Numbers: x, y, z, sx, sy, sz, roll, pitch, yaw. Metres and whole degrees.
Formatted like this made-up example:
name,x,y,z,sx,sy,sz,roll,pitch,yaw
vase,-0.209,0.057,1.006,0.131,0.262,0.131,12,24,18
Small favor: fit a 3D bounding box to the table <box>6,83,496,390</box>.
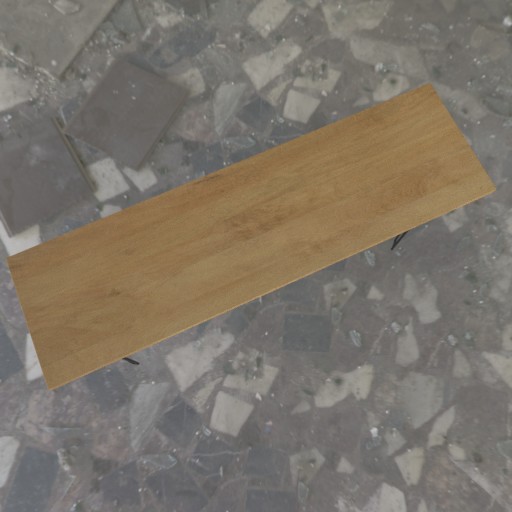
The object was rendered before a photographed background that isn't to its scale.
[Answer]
name,x,y,z,sx,sy,sz,roll,pitch,yaw
table,0.000,0.000,1.685,1.400,0.799,0.399,-24,77,-6
